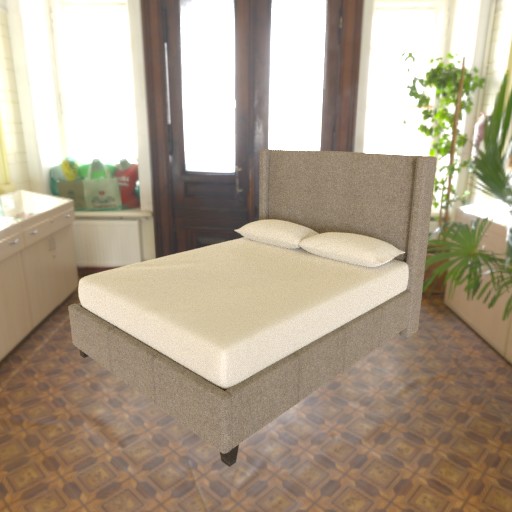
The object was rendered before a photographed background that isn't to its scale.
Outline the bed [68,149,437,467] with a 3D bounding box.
[{"bbox_3d":[0.000,0.000,3.391,1.714,1.481,2.245,15,22,42],"label":"bed"}]
